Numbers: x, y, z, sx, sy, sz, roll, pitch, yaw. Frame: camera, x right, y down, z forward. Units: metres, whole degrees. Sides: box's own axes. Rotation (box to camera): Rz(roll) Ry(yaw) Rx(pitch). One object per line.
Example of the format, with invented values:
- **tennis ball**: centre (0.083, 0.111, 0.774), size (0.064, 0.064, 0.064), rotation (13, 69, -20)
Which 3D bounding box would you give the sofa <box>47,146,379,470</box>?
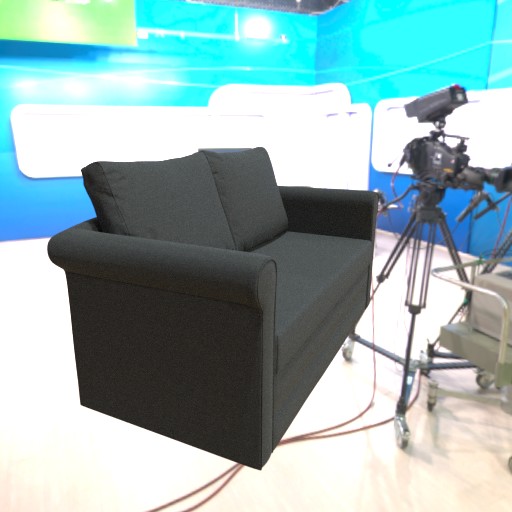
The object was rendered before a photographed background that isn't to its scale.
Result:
- **sofa**: centre (0.000, 0.000, 1.901), size (0.741, 0.872, 1.460), rotation (8, 18, 25)
